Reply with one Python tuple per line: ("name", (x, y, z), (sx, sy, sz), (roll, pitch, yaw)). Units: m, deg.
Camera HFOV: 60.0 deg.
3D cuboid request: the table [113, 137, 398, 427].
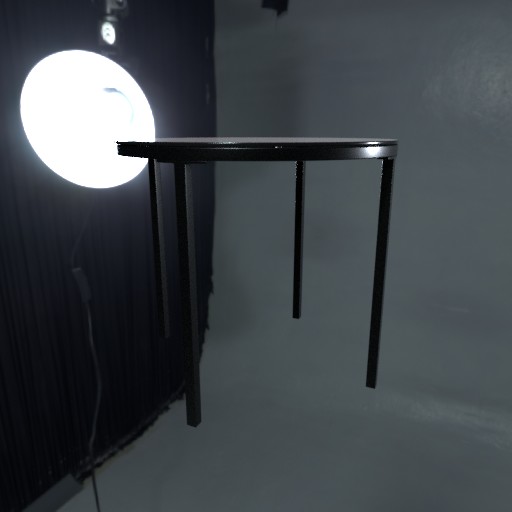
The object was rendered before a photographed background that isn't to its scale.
("table", (0.000, 0.000, 0.870), (0.499, 0.443, 0.499), (0, 16, 0))
